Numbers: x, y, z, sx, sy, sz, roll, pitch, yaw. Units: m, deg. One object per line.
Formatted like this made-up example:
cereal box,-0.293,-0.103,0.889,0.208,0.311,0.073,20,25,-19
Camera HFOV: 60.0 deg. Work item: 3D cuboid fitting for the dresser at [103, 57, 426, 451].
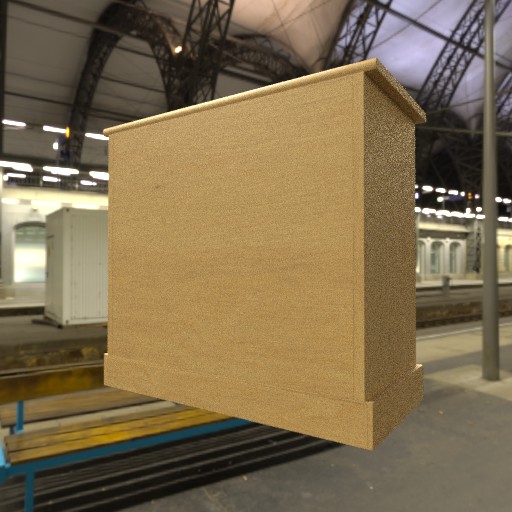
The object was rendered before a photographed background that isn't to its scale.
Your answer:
dresser,0.000,0.000,1.375,0.915,0.835,0.440,-1,-1,34
